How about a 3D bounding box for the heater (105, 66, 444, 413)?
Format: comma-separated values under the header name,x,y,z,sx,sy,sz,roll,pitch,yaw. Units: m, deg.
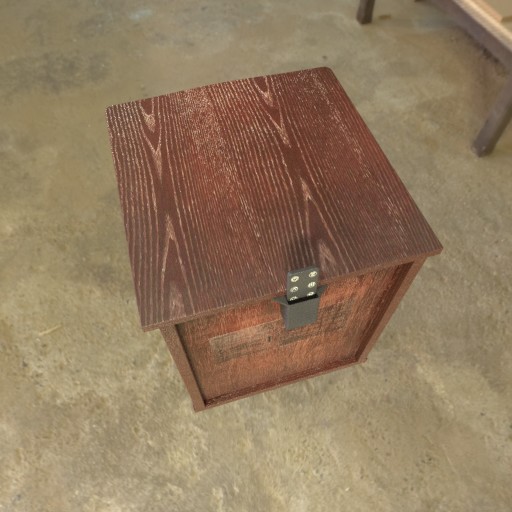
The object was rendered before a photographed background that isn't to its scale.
name,x,y,z,sx,sy,sz,roll,pitch,yaw
heater,0.000,0.000,0.766,0.362,0.481,0.400,-14,58,-9
